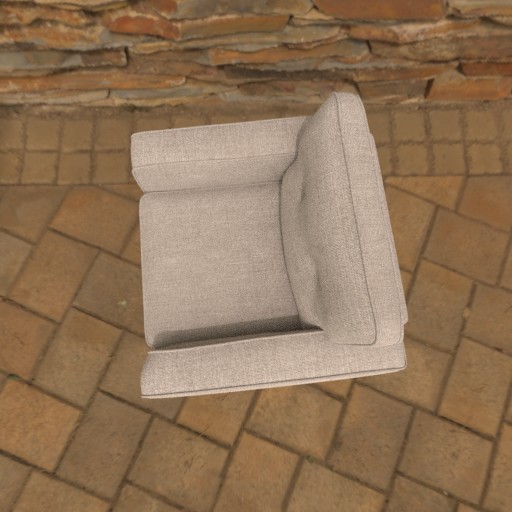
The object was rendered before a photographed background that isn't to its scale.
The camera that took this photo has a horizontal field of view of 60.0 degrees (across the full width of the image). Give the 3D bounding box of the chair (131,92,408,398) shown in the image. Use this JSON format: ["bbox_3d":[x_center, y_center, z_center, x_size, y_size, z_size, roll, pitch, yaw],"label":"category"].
[{"bbox_3d":[0.000,0.000,1.771,0.939,0.965,1.015,-6,76,-2],"label":"chair"}]
